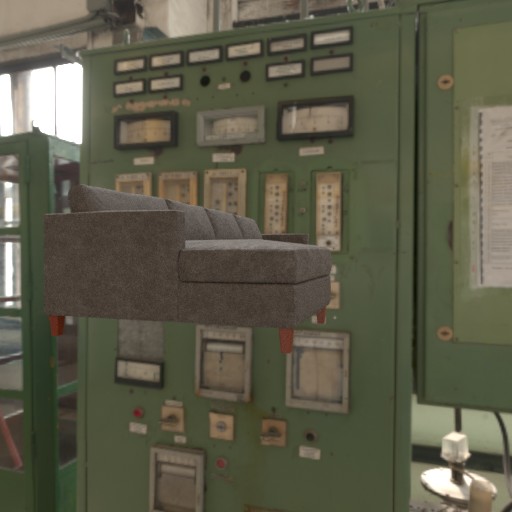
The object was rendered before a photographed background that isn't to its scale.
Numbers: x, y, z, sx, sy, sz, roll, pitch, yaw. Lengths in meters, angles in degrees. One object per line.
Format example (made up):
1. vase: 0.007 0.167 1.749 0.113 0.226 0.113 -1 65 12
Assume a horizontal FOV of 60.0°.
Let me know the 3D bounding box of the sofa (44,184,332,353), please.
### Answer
1. sofa: 0.000 0.000 4.071 1.606 0.954 3.471 0 1 19
